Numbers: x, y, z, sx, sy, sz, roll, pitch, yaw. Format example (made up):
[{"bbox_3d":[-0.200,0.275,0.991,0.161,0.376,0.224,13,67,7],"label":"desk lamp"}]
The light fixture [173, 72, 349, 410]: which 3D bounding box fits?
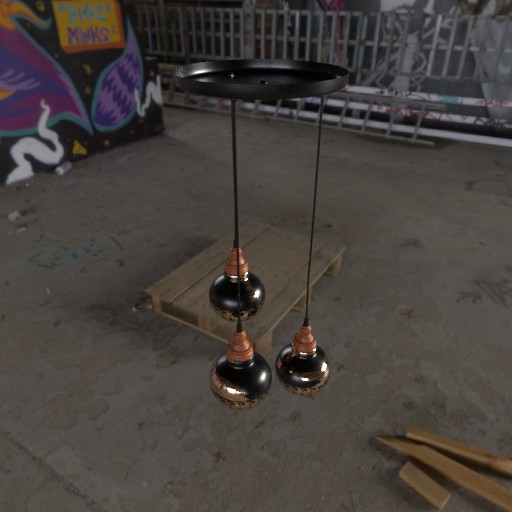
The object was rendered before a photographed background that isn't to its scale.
[{"bbox_3d":[0.000,0.000,1.798,0.608,1.410,0.605,-22,37,-32],"label":"light fixture"}]
